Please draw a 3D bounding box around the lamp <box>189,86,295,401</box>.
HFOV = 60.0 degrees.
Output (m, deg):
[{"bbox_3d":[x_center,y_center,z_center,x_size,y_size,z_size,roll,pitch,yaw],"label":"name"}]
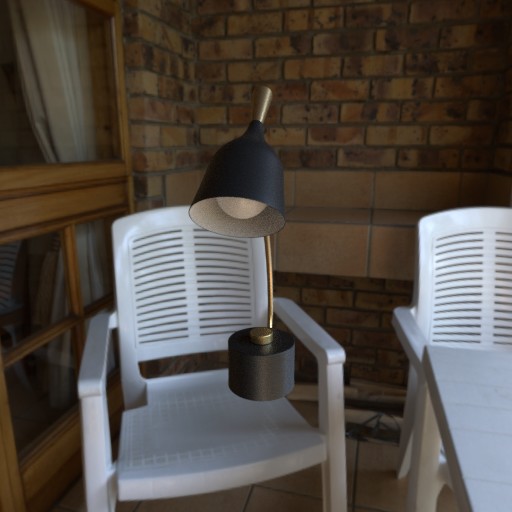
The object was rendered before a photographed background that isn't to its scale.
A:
[{"bbox_3d":[0.000,0.000,0.627,0.110,0.464,0.352,2,14,9],"label":"lamp"}]
